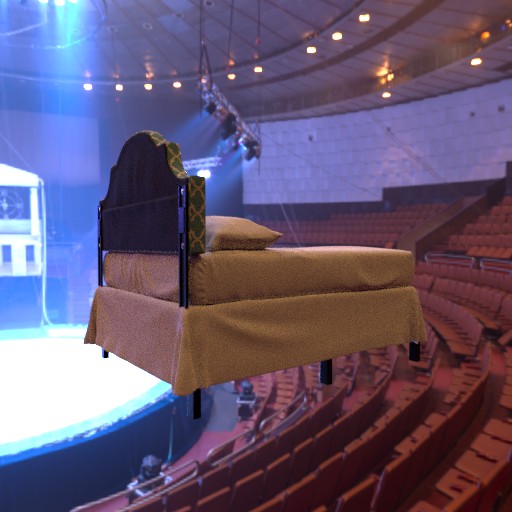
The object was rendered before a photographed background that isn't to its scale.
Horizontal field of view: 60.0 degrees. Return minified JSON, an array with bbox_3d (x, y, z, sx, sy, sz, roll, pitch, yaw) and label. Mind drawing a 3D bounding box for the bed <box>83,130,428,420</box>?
[{"bbox_3d":[0.000,0.000,3.482,2.222,1.633,1.780,-1,2,-36],"label":"bed"}]
